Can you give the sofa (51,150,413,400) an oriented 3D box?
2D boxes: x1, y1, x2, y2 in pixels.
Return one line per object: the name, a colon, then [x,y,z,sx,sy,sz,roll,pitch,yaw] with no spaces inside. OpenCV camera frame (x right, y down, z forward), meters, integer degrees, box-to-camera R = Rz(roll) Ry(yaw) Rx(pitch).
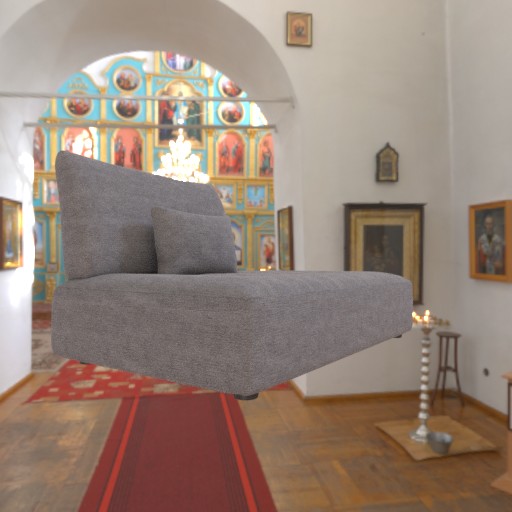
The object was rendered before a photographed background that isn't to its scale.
sofa: [0.000,0.000,2.007,1.002,0.820,1.450,-1,-1,36]
